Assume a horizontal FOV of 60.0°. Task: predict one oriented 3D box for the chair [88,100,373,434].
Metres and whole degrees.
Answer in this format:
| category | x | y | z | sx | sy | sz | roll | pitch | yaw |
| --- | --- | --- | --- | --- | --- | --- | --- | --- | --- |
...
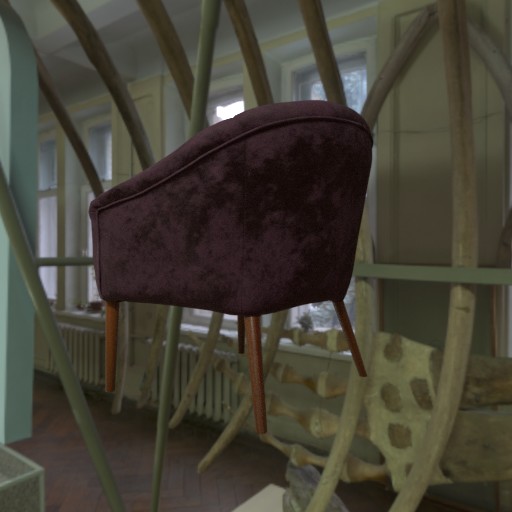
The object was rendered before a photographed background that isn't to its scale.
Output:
| category | x | y | z | sx | sy | sz | roll | pitch | yaw |
| --- | --- | --- | --- | --- | --- | --- | --- | --- | --- |
| chair | 0.000 | 0.000 | 1.527 | 0.776 | 0.885 | 0.851 | 0 | 0 | 37 |
